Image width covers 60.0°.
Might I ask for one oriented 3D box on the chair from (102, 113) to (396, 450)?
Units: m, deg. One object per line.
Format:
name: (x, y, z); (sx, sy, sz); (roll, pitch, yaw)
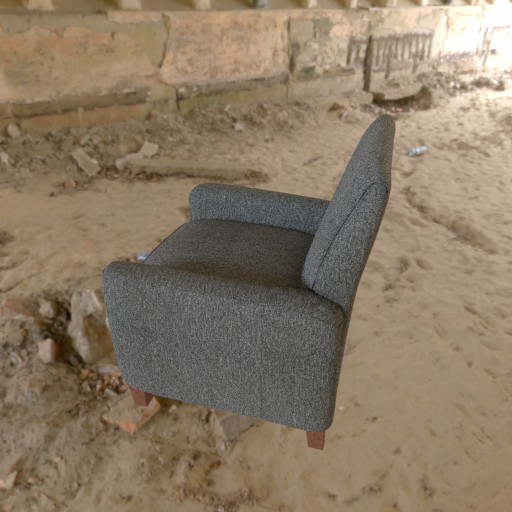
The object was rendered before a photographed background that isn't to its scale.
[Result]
chair: (0.000, 0.000, 1.654); (0.864, 1.014, 0.848); (8, 31, 14)
